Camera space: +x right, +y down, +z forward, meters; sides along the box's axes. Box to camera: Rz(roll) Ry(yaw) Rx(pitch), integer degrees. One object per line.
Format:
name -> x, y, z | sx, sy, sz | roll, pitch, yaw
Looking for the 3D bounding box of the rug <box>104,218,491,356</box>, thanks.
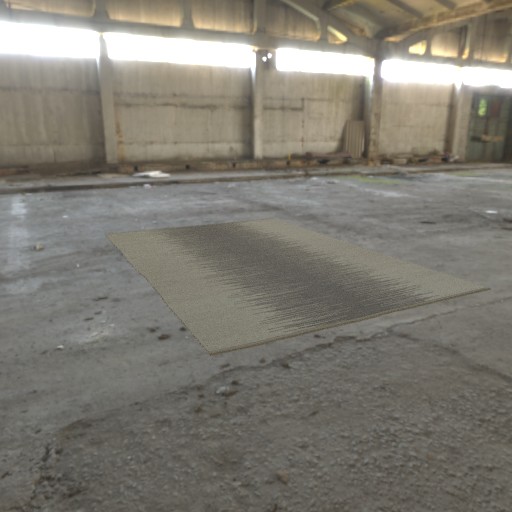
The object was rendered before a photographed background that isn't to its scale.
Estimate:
rug -> 0.000, 0.000, 2.300 | 1.226, 0.007, 1.815 | -8, 17, -26
